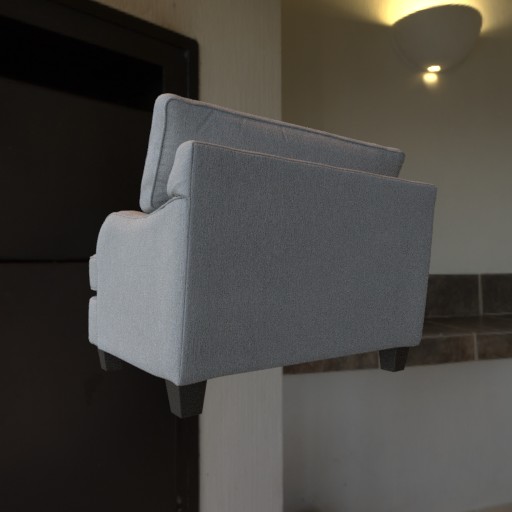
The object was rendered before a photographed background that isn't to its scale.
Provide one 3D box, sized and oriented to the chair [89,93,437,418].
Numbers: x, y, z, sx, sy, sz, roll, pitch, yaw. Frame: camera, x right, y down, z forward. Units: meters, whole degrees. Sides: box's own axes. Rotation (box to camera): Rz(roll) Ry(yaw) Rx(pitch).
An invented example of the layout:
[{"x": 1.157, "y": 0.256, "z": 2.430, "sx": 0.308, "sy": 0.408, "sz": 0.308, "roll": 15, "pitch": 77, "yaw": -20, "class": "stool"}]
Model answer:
[{"x": 0.000, "y": 0.000, "z": 1.974, "sx": 1.220, "sy": 1.016, "sz": 1.041, "roll": 1, "pitch": -2, "yaw": -35, "class": "chair"}]
